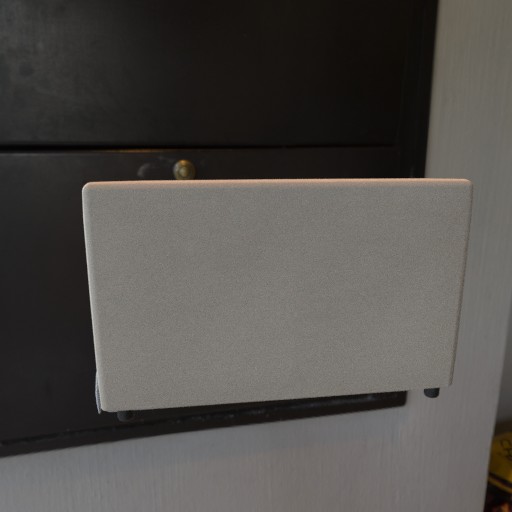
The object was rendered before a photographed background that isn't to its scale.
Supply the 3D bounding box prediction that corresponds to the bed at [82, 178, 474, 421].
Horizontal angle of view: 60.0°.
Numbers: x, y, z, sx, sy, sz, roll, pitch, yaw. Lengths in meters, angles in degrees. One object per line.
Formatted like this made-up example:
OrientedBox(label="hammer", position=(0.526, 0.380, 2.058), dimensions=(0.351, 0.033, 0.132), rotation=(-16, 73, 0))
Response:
OrientedBox(label="bed", position=(0.000, 0.000, 3.486), dimensions=(2.119, 1.317, 2.319), rotation=(-2, 13, -7))
